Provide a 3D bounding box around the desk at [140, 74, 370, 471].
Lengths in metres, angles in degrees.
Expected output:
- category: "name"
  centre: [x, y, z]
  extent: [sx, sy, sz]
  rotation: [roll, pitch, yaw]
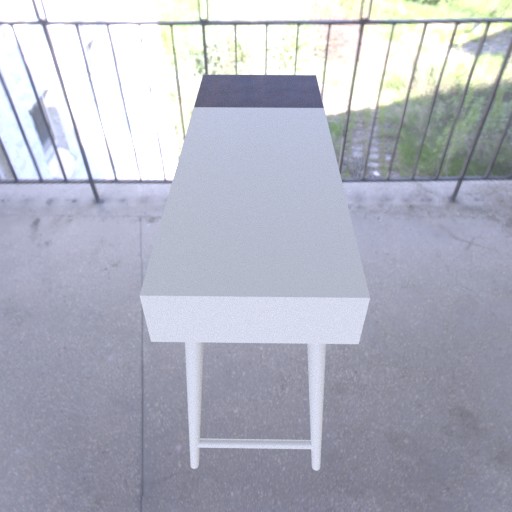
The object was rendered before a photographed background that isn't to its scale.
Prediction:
- category: "desk"
  centre: [0.000, 0.000, 1.416]
  extent: [0.409, 0.761, 1.069]
  rotation: [1, 42, 1]
